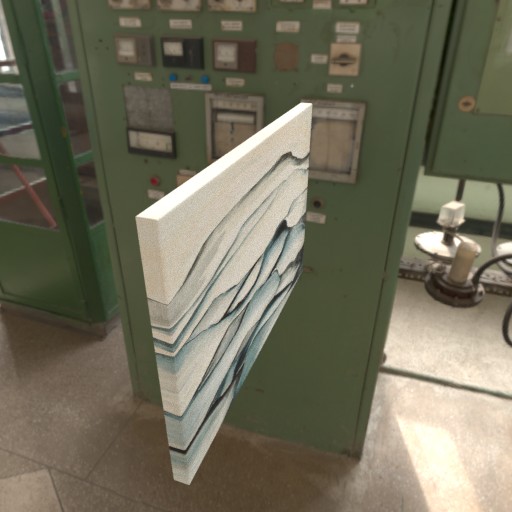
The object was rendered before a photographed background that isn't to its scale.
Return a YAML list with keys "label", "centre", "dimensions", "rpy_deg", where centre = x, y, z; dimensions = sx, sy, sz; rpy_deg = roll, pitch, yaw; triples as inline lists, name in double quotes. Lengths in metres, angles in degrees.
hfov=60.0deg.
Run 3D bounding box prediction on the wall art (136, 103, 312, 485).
- label: "wall art"
  centre: [0.000, 0.000, 1.154]
  dimensions: [0.039, 0.609, 0.914]
  rpy_deg: [10, 31, 17]
